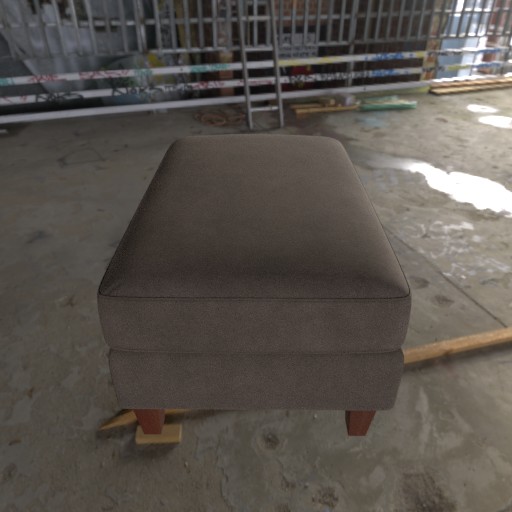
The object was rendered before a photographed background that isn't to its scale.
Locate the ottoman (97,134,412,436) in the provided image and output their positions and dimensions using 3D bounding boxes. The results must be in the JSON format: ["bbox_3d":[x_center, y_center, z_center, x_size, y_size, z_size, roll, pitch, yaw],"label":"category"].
[{"bbox_3d":[0.000,0.000,1.210,0.584,0.483,0.864,0,33,0],"label":"ottoman"}]
